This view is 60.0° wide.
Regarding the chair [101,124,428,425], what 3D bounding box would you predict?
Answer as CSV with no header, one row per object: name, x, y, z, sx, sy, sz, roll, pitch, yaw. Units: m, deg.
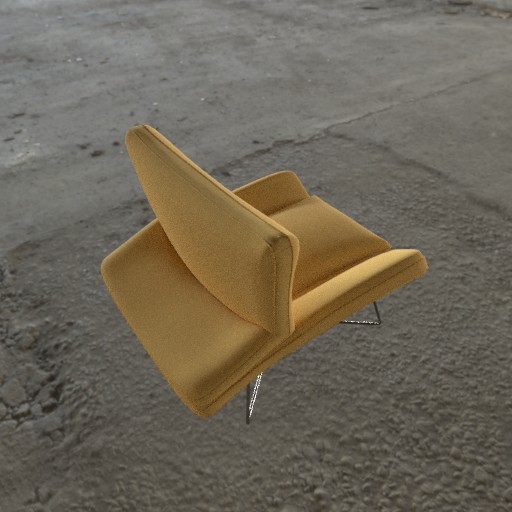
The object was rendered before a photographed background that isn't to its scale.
chair,0.000,0.000,1.664,1.008,0.855,0.859,-25,46,-27
